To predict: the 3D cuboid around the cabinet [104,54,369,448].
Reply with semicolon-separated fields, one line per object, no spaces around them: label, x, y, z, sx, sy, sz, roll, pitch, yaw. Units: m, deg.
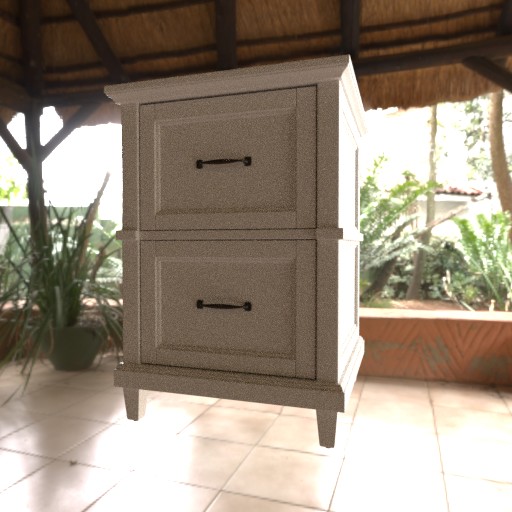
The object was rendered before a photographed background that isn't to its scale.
cabinet;0.000;0.000;1.183;0.544;0.775;0.547;0;2;18
